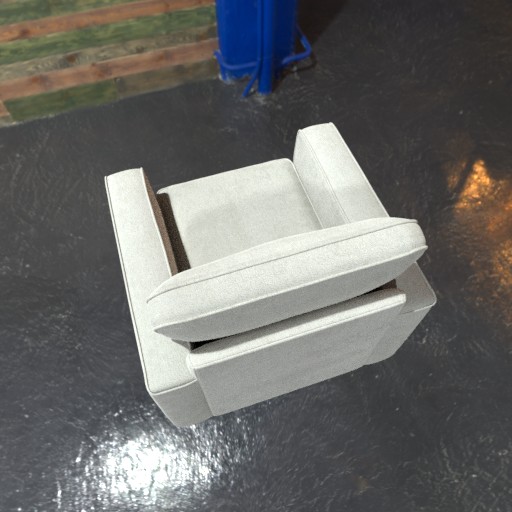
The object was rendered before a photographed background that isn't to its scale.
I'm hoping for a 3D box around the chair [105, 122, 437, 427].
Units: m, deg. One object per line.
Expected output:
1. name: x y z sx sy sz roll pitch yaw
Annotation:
1. chair: 0.000 0.000 1.776 1.015 0.965 0.939 -16 60 -9
